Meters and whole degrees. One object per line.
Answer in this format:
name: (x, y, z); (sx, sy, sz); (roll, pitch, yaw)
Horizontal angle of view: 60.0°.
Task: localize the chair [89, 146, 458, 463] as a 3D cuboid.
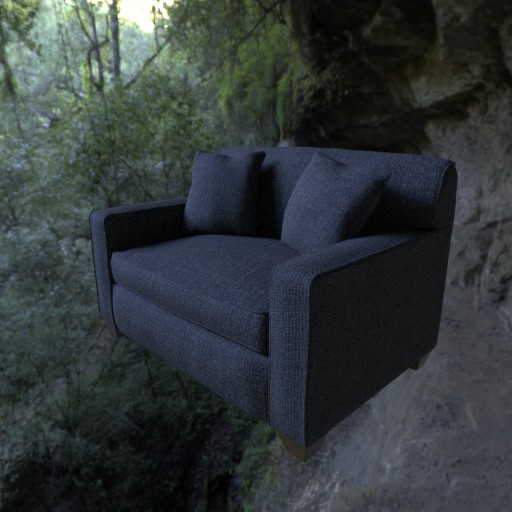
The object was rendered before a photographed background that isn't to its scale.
chair: (0.000, 0.000, 2.030); (1.000, 0.948, 1.383); (-16, 23, -43)
